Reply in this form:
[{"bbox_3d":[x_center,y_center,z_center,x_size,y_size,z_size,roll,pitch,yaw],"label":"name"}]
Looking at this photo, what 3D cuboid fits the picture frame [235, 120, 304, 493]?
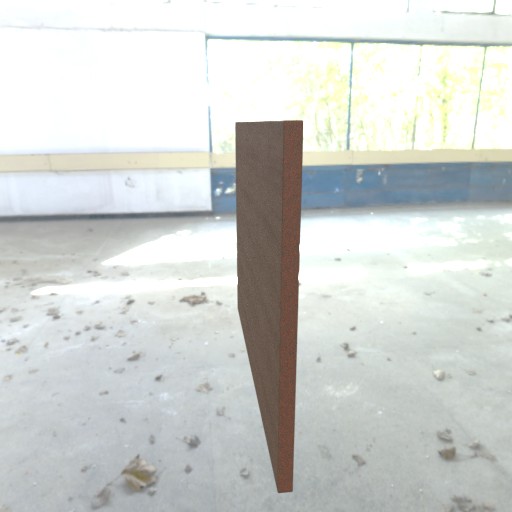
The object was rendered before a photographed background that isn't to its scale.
[{"bbox_3d":[0.000,0.000,1.752,0.045,1.018,1.329,-2,17,-7],"label":"picture frame"}]
